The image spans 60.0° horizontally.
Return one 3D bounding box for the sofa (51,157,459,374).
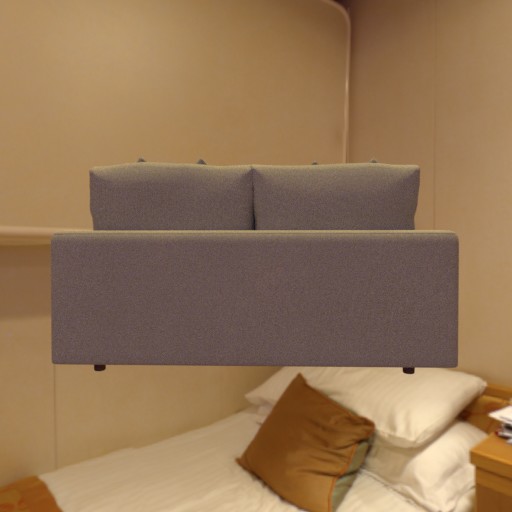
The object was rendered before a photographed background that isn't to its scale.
[{"bbox_3d":[0.000,0.000,2.596,1.869,1.080,1.228,0,1,2],"label":"sofa"}]
